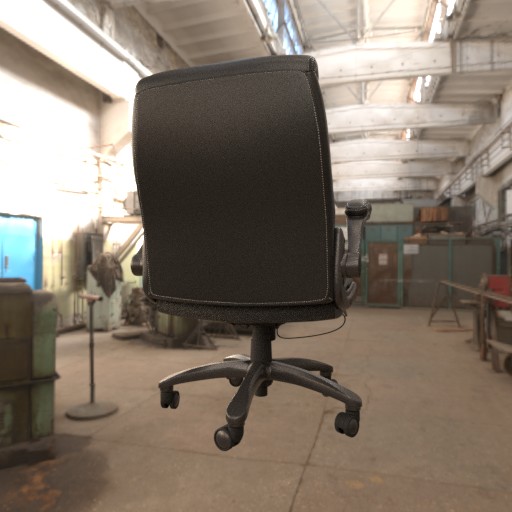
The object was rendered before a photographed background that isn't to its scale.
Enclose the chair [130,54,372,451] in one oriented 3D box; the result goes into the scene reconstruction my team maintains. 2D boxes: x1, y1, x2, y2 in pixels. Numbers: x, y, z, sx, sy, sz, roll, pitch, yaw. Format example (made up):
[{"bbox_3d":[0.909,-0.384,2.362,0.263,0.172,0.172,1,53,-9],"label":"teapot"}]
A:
[{"bbox_3d":[0.000,0.000,1.564,0.782,1.110,0.724,0,-1,17],"label":"chair"}]
